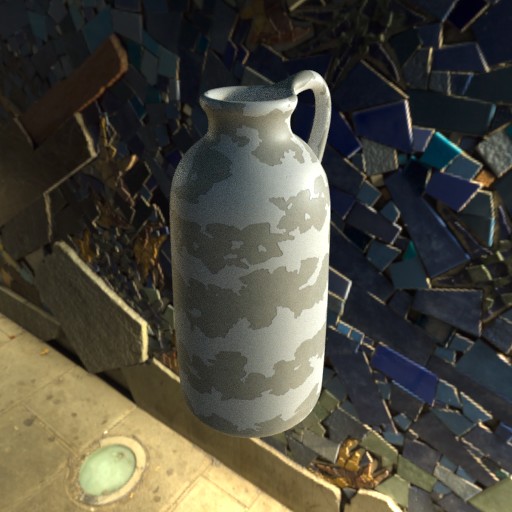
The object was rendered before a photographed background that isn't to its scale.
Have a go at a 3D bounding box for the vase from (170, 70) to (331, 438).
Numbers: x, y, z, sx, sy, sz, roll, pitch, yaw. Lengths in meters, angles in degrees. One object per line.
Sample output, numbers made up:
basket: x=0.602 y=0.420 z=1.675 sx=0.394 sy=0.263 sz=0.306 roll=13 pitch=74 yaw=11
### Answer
vase: x=0.000 y=0.000 z=0.503 sx=0.203 sy=0.382 sz=0.186 roll=-22 pitch=36 yaw=-33
